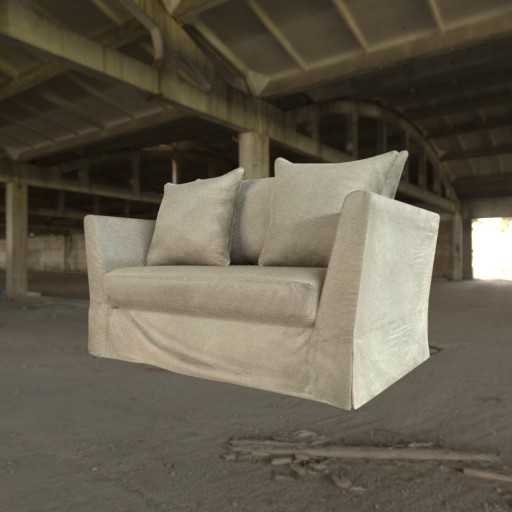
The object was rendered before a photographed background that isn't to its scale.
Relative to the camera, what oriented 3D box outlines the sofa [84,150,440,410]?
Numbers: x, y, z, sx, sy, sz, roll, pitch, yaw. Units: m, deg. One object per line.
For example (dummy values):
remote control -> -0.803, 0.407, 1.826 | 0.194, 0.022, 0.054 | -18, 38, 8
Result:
sofa -> 0.000, 0.000, 2.316 | 1.608, 1.040, 1.035 | 0, 0, 35
